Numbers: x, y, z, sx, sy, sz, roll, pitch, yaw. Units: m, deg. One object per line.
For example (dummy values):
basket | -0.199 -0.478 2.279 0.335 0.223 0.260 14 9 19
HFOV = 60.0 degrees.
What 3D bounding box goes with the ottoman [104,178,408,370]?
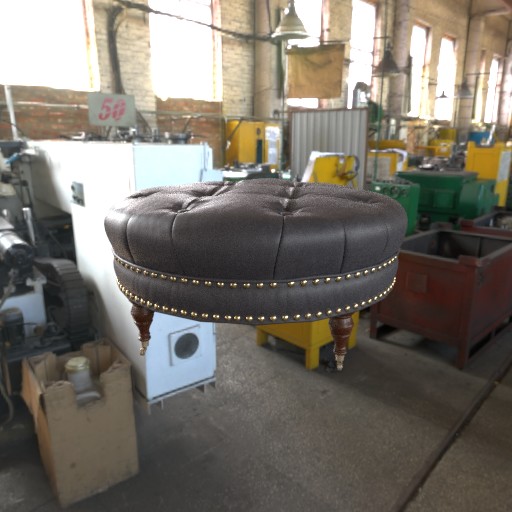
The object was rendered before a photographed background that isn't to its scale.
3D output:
ottoman | 0.000 0.000 1.397 0.901 0.439 0.901 0 15 0
